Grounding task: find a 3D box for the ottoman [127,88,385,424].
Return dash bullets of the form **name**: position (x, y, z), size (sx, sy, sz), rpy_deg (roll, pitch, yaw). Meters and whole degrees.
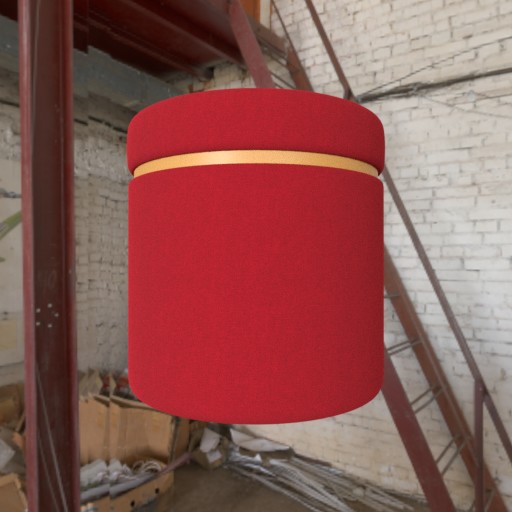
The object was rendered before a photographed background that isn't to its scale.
- **ottoman**: position (0.000, 0.000, 0.715), size (0.400, 0.406, 0.400), rpy_deg (0, 0, 0)
